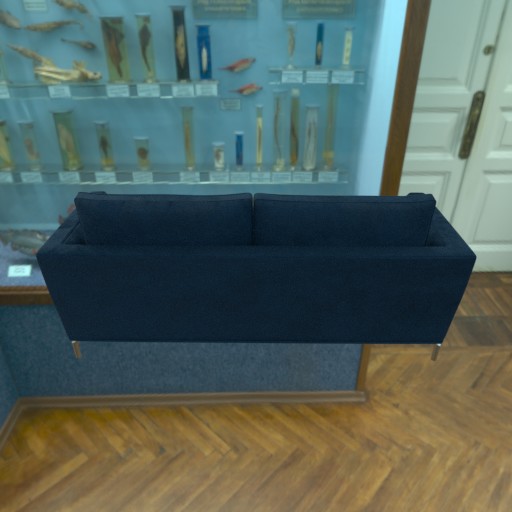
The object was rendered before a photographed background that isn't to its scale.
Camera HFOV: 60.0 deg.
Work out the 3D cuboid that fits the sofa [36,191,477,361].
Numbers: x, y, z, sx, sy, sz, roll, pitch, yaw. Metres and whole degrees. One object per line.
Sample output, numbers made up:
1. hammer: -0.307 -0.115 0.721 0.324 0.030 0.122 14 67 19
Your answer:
1. sofa: 0.000 0.000 2.683 2.212 0.998 0.853 0 30 1
